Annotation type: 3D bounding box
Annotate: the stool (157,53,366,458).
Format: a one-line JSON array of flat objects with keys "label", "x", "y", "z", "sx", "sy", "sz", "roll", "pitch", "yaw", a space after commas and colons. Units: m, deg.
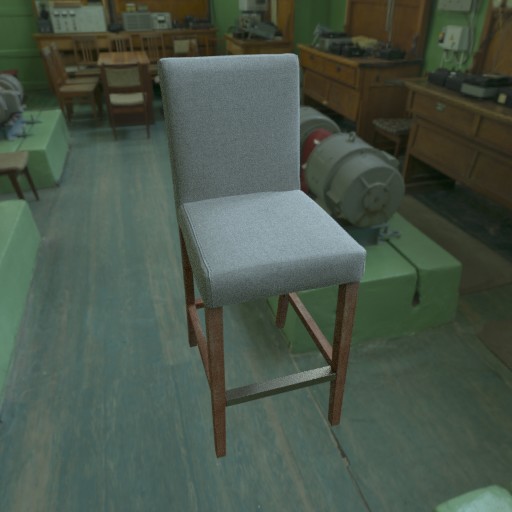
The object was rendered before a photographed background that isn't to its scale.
[{"label": "stool", "x": 0.000, "y": 0.000, "z": 1.378, "sx": 0.439, "sy": 1.088, "sz": 0.570, "roll": -9, "pitch": 33, "yaw": -15}]
